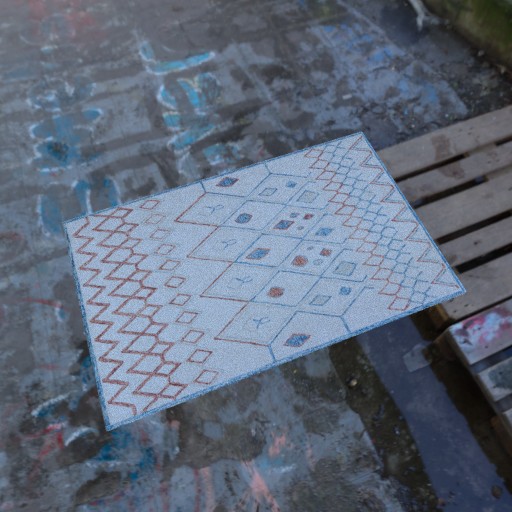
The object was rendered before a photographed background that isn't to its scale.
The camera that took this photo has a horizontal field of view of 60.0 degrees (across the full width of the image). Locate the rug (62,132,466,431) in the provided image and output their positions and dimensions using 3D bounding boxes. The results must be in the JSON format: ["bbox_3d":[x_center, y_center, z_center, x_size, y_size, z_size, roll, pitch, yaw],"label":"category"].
[{"bbox_3d":[0.000,0.000,3.097,2.438,0.015,1.524,-19,64,-10],"label":"rug"}]
